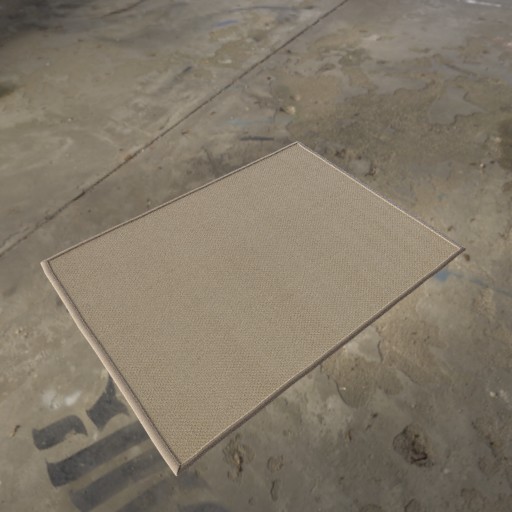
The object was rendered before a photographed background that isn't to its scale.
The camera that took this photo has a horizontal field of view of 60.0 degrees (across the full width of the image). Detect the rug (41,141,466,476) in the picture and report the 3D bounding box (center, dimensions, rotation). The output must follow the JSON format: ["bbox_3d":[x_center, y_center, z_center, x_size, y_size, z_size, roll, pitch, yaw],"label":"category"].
[{"bbox_3d":[0.000,0.000,2.659,2.081,0.020,1.525,-30,54,-25],"label":"rug"}]
